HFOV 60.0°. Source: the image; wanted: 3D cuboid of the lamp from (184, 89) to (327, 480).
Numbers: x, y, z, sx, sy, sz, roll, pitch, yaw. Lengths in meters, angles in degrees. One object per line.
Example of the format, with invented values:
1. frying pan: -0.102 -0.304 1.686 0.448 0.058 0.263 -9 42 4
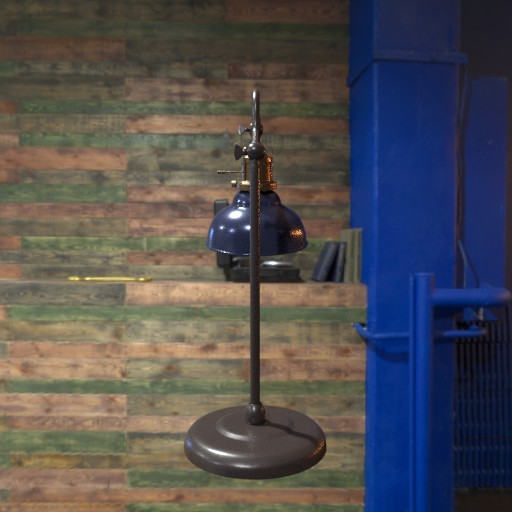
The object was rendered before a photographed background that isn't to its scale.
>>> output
1. lamp: 0.000 0.000 0.691 0.192 0.508 0.374 0 1 1
